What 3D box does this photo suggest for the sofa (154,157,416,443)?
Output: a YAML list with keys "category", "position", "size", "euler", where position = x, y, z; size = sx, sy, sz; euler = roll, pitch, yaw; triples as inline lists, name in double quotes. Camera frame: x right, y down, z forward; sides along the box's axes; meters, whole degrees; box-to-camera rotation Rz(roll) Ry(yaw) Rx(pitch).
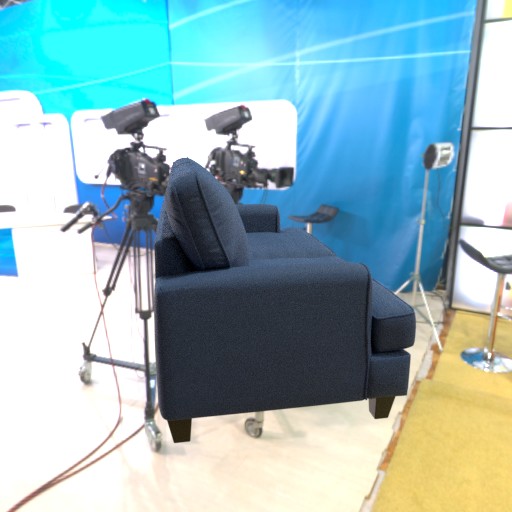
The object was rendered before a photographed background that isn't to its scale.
- category: "sofa"
  position: [0.000, 0.000, 2.286]
  size: [0.965, 0.965, 1.651]
  euler: [-3, 15, -9]
